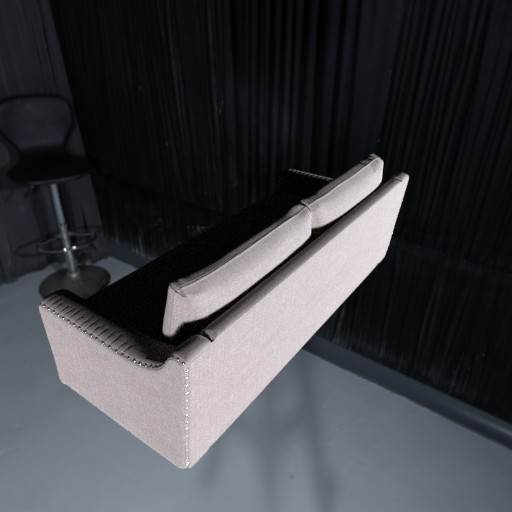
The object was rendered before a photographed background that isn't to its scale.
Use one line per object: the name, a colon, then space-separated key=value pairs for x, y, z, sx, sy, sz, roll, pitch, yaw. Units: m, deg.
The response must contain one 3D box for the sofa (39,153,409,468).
sofa: x=0.000 y=0.000 z=2.643 sx=1.000 sy=0.857 sz=2.208 roll=20 pitch=37 yaw=30
